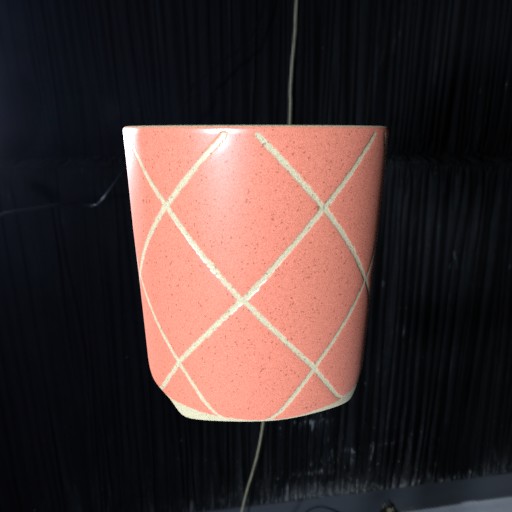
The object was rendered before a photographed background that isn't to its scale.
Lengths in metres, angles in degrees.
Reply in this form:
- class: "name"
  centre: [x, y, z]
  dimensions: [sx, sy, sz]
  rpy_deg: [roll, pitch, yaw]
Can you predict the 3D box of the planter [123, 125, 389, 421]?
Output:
- class: "planter"
  centre: [0.000, 0.000, 0.357]
  dimensions: [0.191, 0.200, 0.191]
  rpy_deg: [0, 16, 0]
